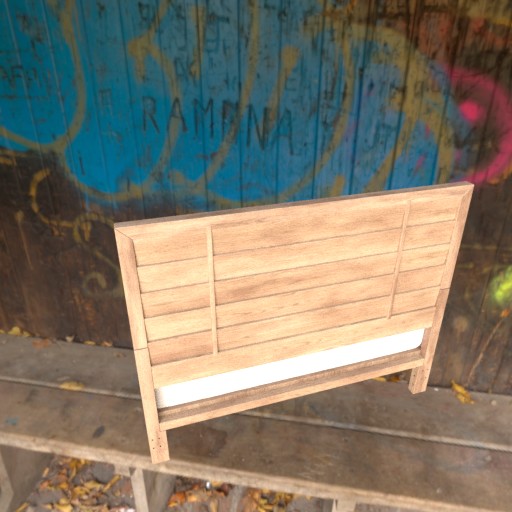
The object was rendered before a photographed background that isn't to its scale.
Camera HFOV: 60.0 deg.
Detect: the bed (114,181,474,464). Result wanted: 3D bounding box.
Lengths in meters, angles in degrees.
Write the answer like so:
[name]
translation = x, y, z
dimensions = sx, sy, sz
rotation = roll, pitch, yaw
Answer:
[bed]
translation = 0.000, 0.000, 3.544
dimensions = 2.032, 1.626, 2.032
rotation = -9, 29, -16
